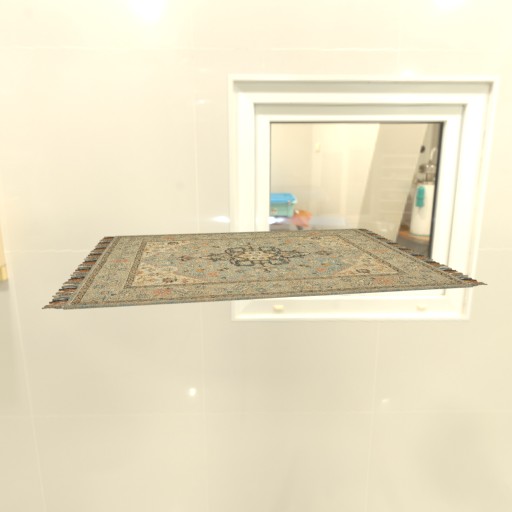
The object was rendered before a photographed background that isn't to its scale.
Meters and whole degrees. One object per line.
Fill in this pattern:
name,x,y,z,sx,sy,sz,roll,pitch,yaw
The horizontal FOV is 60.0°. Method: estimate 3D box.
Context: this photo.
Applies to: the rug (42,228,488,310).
rug,0.000,0.000,2.293,1.730,0.009,1.278,-2,14,-9
